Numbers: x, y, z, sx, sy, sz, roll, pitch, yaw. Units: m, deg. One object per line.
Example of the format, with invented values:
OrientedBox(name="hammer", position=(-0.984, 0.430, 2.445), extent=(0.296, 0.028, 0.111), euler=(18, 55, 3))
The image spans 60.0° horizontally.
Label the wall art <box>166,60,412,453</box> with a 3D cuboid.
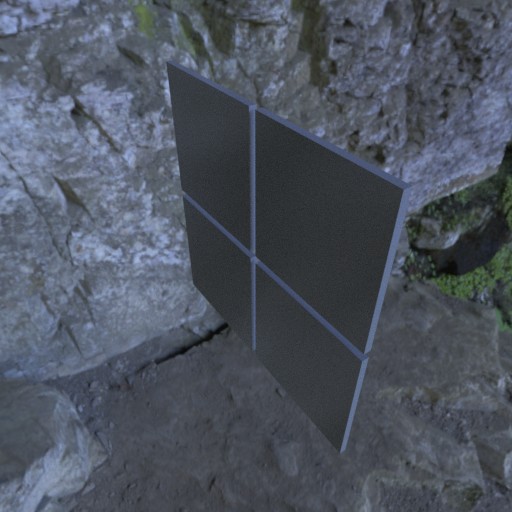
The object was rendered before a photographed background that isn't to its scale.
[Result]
OrientedBox(name="wall art", position=(0.000, 0.000, 1.641), extent=(0.029, 1.118, 1.118), euler=(-24, 45, -26))
